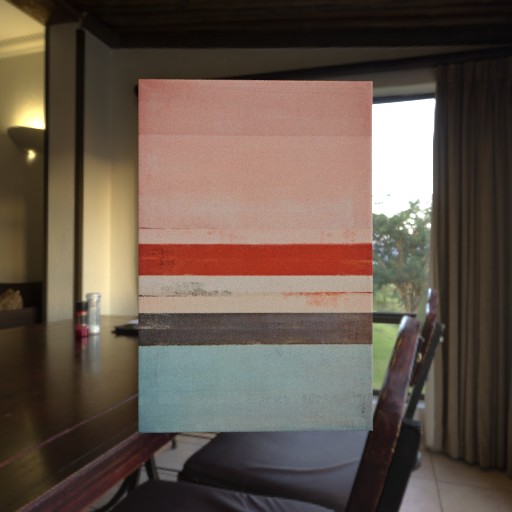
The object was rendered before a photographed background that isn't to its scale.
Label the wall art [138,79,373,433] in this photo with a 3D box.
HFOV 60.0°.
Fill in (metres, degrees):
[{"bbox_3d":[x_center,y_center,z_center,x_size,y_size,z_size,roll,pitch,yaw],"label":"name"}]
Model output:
[{"bbox_3d":[0.000,0.000,1.172,0.610,0.914,0.038,0,0,-1],"label":"wall art"}]
